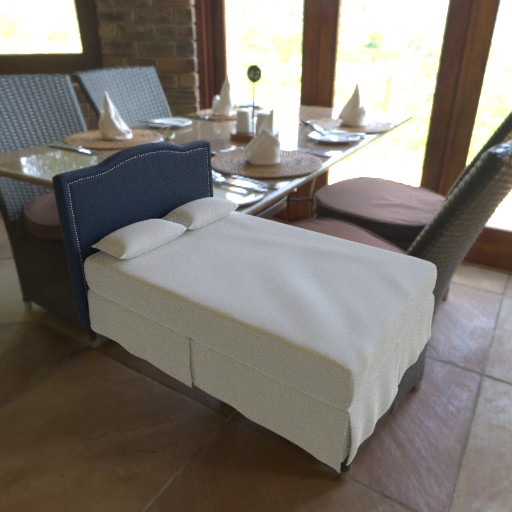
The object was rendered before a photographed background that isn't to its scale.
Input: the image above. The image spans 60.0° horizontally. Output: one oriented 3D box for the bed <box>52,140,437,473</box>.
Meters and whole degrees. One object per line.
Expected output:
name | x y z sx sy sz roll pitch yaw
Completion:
bed | 0.000 0.000 3.481 2.507 1.441 1.741 17 31 32
